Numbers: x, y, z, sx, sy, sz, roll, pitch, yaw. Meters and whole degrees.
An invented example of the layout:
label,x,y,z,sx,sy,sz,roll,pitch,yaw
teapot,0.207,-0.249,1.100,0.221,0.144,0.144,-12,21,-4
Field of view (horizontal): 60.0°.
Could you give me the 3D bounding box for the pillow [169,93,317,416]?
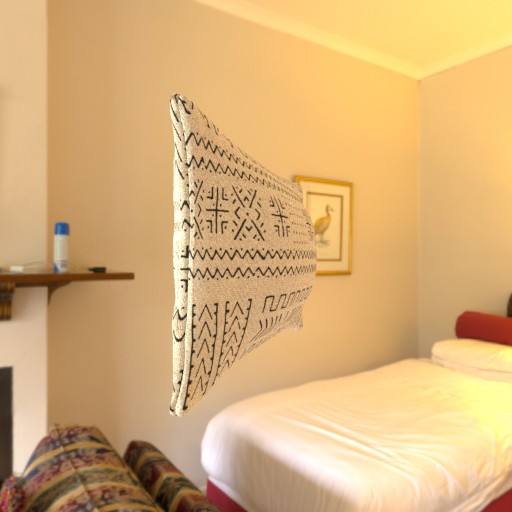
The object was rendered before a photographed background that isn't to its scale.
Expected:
label,x,y,z,sx,sy,sz,roll,pitch,yaw
pillow,0.000,0.000,0.773,0.188,0.352,0.637,0,0,17
